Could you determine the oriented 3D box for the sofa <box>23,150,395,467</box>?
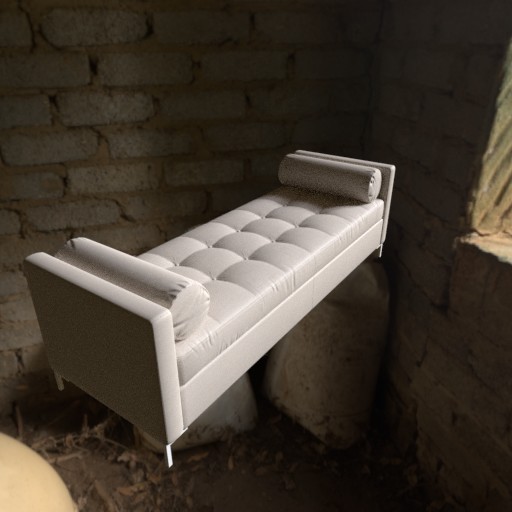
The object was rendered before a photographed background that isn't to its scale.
[{"bbox_3d":[0.000,0.000,2.273,0.686,0.635,1.981,18,32,31],"label":"sofa"}]
